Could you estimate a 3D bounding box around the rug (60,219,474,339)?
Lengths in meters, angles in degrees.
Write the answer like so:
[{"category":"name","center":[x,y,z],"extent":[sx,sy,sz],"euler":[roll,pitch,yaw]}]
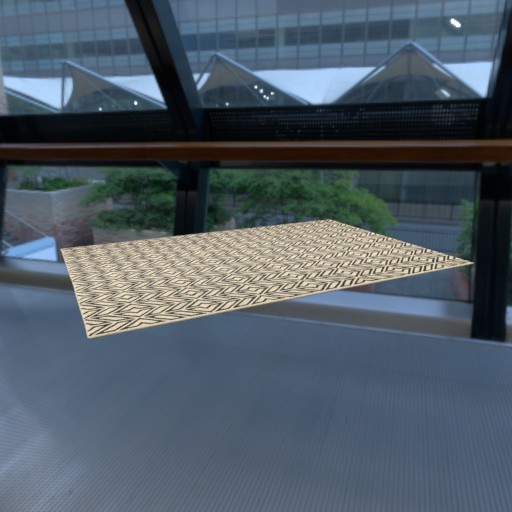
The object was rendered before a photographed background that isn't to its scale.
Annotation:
[{"category":"rug","center":[0.000,0.000,2.344],"extent":[1.828,0.007,1.220],"euler":[-8,18,-26]}]
